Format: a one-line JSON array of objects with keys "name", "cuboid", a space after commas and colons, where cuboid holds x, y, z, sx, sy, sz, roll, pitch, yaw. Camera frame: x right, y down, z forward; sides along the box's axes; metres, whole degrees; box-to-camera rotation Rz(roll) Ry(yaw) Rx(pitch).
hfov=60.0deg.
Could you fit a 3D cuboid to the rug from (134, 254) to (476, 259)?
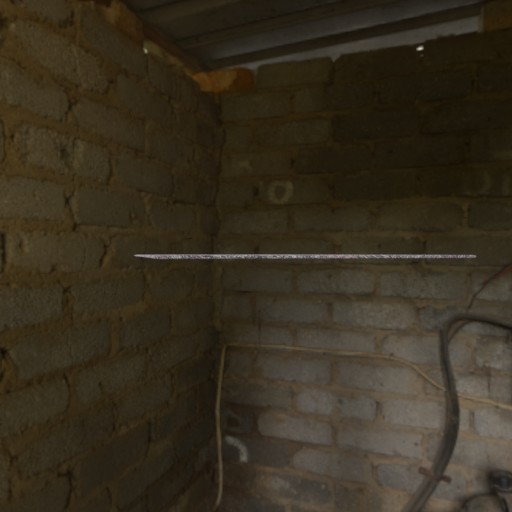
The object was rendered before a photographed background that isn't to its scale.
[{"name": "rug", "cuboid": [0.000, 0.000, 2.270, 1.158, 0.013, 1.752, 0, 0, -17]}]
